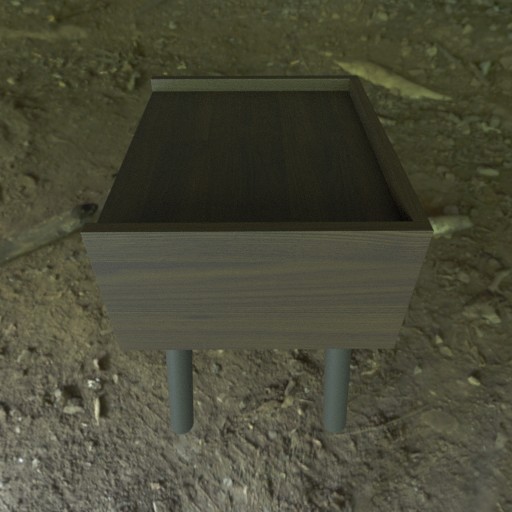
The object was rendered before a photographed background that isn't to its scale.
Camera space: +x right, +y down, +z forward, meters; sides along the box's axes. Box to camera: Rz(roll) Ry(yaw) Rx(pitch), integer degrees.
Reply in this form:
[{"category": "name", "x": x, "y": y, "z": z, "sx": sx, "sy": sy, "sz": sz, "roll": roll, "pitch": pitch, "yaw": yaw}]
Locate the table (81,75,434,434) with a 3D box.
[{"category": "table", "x": 0.000, "y": 0.000, "z": 0.788, "sx": 0.370, "sy": 0.470, "sz": 0.450, "roll": 0, "pitch": 42, "yaw": 0}]
